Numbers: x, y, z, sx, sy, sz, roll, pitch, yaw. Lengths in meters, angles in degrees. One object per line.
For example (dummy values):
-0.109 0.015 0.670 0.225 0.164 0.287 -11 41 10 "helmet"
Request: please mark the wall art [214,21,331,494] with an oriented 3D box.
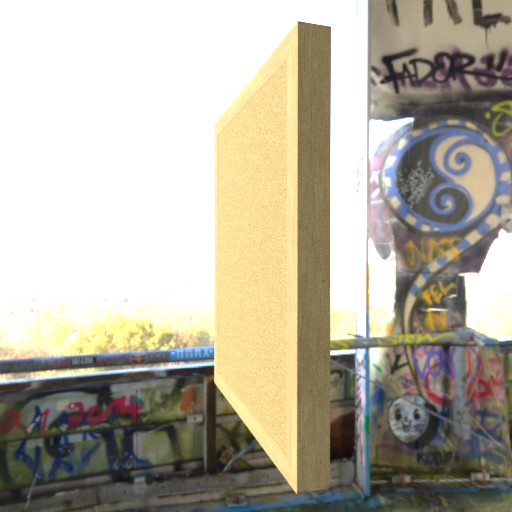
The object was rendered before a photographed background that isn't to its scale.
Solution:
0.000 0.000 0.508 0.030 0.380 0.312 0 1 -18 "wall art"
